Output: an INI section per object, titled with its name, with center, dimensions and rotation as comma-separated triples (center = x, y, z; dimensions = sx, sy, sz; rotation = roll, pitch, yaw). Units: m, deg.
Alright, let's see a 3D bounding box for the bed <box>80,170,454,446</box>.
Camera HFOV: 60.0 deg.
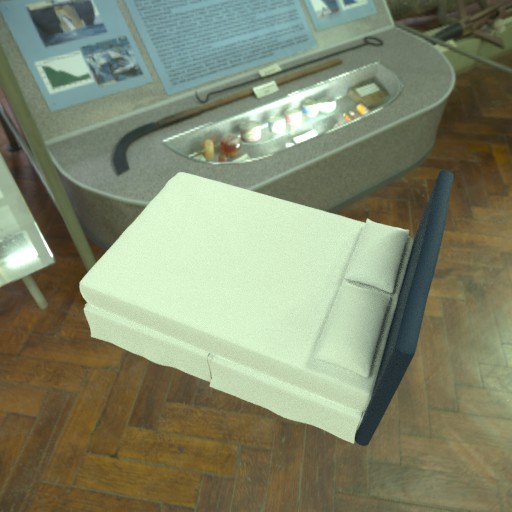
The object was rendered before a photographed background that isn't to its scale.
[bed]
center = 0.000, 0.000, 3.587
dimensions = 2.507, 1.441, 1.741
rotation = 18, 50, 16
